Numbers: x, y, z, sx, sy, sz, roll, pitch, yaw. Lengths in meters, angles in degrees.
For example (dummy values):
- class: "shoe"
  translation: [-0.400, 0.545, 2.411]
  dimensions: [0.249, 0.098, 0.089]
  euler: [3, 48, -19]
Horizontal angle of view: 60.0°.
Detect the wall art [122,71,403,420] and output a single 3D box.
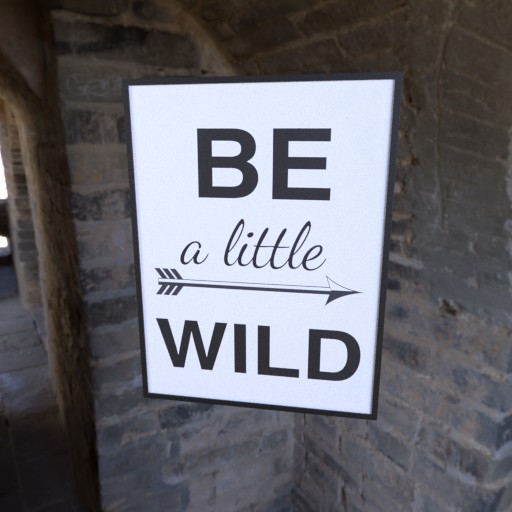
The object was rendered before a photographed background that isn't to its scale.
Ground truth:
- class: "wall art"
  translation: [0.000, 0.000, 1.400]
  dimensions: [0.806, 1.062, 0.038]
  euler: [2, 14, 10]
